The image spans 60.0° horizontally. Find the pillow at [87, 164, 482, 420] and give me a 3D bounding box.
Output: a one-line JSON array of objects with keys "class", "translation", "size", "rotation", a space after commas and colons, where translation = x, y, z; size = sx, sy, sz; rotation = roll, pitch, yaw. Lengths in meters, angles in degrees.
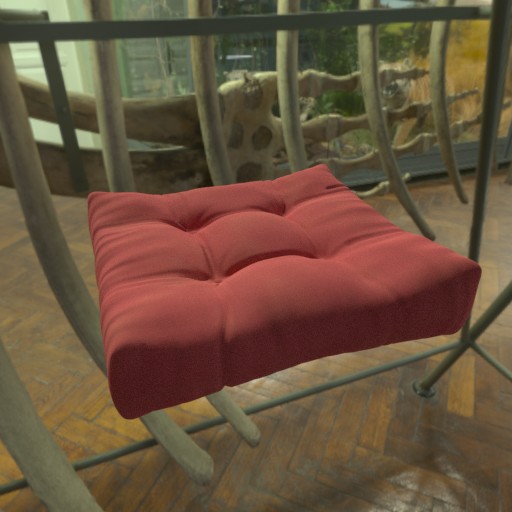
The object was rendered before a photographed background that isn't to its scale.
[{"class": "pillow", "translation": [0.000, 0.000, 0.707], "size": [0.490, 0.128, 0.468], "rotation": [-11, 32, -18]}]
